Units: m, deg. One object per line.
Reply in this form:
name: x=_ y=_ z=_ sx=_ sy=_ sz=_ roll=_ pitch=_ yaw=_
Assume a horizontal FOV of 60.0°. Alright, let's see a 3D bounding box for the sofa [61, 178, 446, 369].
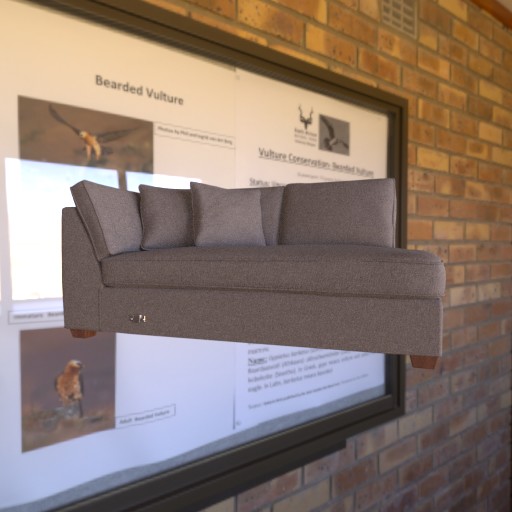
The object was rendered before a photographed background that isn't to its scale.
sofa: x=0.000 y=0.000 z=2.885 sx=2.237 sy=1.033 sz=1.110 roll=0 pitch=1 yaw=19
